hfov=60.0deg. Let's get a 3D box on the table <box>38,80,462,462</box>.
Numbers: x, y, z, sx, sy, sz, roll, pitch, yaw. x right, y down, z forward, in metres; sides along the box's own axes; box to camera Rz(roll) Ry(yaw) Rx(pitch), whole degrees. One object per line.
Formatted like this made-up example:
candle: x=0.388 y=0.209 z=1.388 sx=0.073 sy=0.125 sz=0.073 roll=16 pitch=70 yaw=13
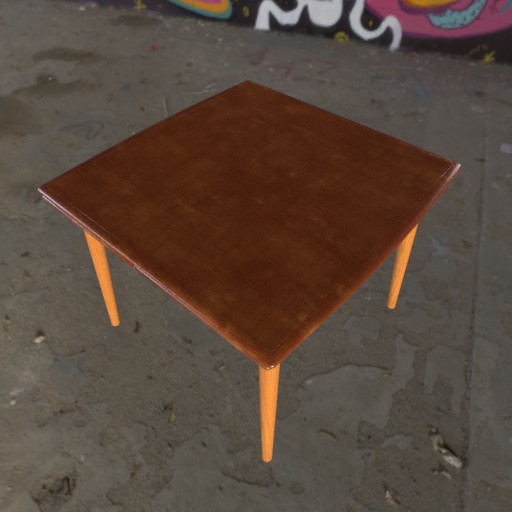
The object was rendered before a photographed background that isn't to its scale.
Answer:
table: x=0.000 y=0.000 z=1.686 sx=0.991 sy=0.754 sz=0.991 roll=32 pitch=54 yaw=27
